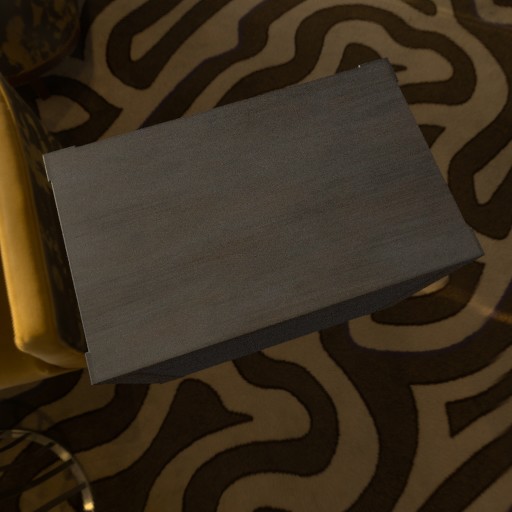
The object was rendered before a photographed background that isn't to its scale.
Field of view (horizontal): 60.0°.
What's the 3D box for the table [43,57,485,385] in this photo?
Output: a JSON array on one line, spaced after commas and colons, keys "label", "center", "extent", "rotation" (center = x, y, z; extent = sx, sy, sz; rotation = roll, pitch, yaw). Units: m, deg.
[{"label": "table", "center": [0.000, 0.000, 1.072], "extent": [0.660, 0.660, 0.413], "rotation": [-18, 75, -5]}]
